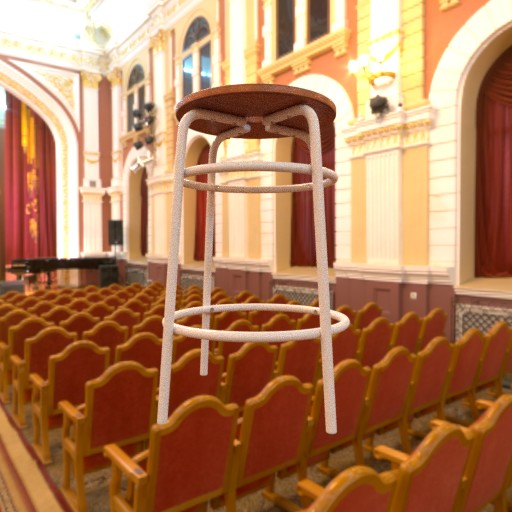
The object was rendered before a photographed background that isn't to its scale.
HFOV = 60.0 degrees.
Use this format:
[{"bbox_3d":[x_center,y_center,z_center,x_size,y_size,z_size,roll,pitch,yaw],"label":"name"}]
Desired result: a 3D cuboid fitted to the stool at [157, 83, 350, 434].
[{"bbox_3d":[0.000,0.000,0.945,0.455,0.610,0.455,-1,2,-37],"label":"stool"}]
